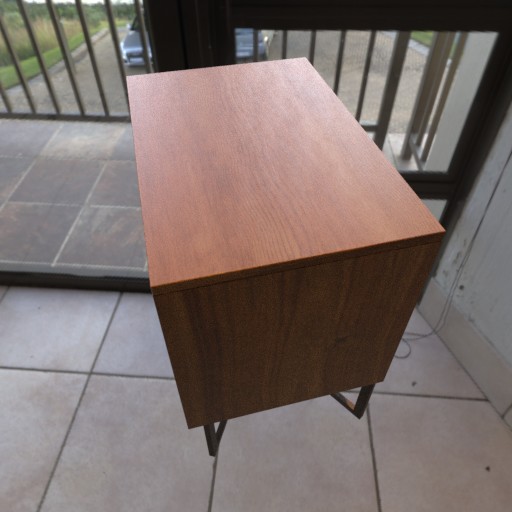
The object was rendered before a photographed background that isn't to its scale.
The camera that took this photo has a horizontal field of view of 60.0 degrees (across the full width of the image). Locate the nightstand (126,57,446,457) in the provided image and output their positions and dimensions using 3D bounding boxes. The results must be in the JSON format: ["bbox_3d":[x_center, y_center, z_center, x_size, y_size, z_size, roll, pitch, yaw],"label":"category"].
[{"bbox_3d":[0.000,0.000,1.013,0.427,0.615,0.613,-10,47,-10],"label":"nightstand"}]
